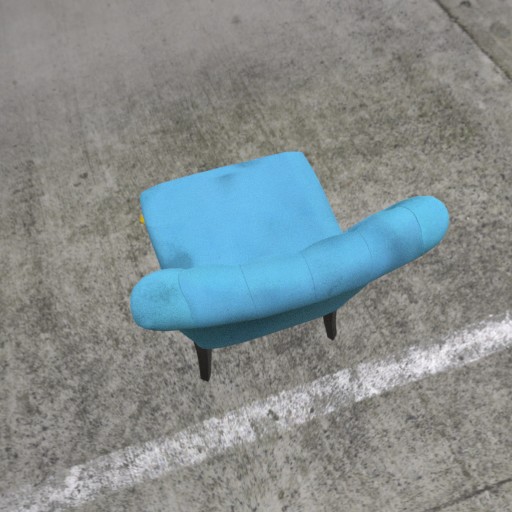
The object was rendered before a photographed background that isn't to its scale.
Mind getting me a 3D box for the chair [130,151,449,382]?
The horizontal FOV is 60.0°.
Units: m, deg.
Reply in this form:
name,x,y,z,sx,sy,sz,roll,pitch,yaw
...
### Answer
name,x,y,z,sx,sy,sz,roll,pitch,yaw
chair,0.000,0.000,1.172,0.582,0.750,0.605,-16,60,-10
